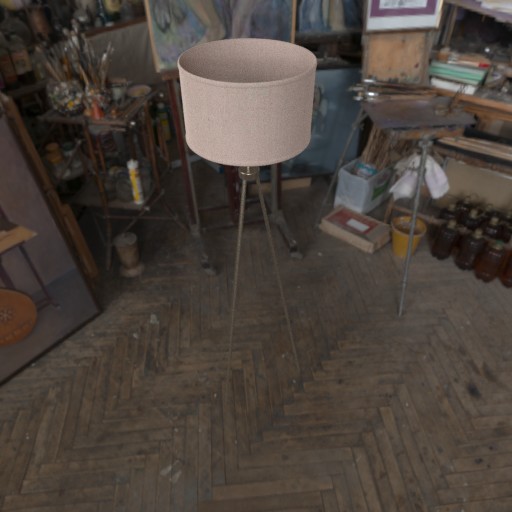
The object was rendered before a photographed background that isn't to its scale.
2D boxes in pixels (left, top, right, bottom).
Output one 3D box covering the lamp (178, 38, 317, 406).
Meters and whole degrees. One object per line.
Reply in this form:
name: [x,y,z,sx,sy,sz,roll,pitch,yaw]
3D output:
lamp: [0.000,0.000,1.812,0.460,1.545,0.449,0,41,0]
